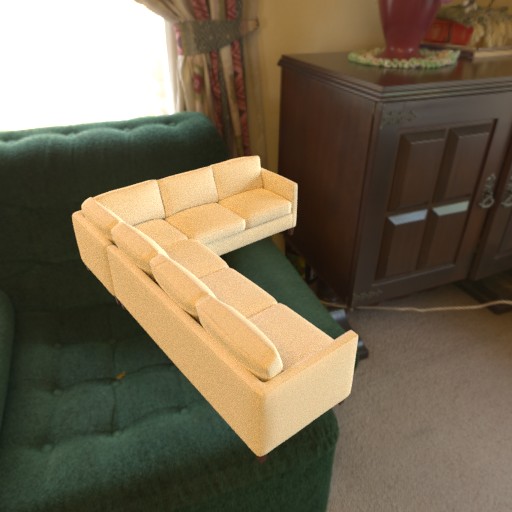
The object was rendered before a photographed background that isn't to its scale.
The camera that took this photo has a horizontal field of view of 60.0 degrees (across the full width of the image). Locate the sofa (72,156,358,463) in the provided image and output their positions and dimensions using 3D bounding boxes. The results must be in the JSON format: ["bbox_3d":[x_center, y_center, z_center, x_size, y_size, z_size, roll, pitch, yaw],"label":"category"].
[{"bbox_3d":[0.000,0.000,4.542,2.593,0.947,3.302,-22,38,-32],"label":"sofa"}]
